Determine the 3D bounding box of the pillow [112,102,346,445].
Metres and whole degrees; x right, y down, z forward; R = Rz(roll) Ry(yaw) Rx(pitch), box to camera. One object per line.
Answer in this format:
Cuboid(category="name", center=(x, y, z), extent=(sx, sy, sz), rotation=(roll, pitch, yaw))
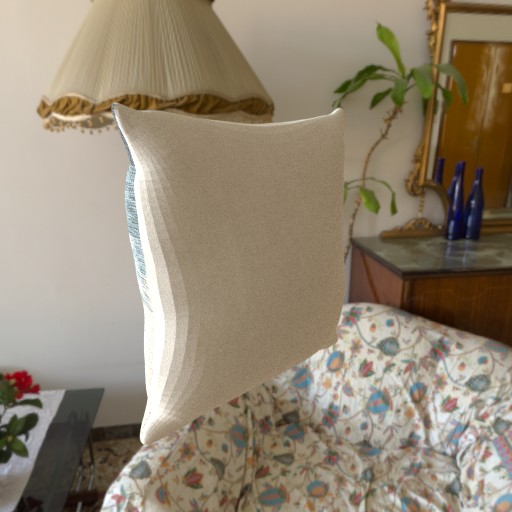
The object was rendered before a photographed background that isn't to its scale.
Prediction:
Cuboid(category="pillow", center=(0.000, 0.000, 0.677), extent=(0.182, 0.441, 0.440), rotation=(15, 22, 42))
